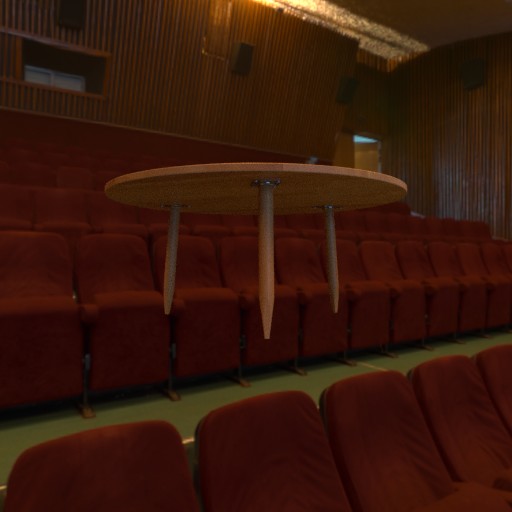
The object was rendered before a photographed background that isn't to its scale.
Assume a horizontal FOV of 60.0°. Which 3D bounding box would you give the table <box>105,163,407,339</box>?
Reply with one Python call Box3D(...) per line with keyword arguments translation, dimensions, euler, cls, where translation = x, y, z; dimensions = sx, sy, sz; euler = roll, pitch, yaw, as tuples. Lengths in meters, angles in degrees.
Box3D(translation=(0.000, 0.000, 1.393), dimensions=(0.900, 0.400, 0.900), euler=(0, -1, 0), cls="table")
